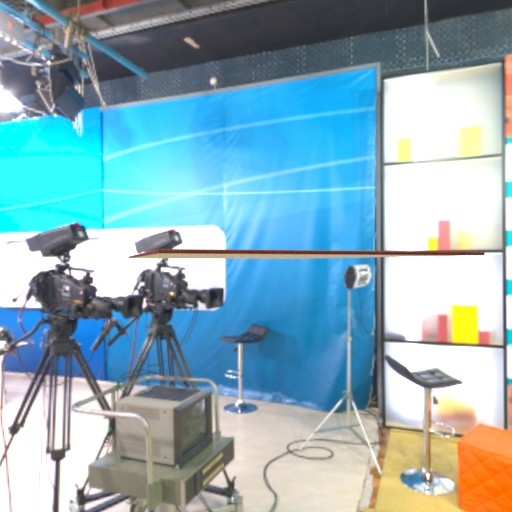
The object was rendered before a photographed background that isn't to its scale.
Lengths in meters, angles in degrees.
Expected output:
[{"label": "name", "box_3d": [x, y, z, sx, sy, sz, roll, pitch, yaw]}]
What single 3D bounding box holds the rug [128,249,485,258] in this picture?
[{"label": "rug", "box_3d": [0.000, 0.000, 2.355, 1.219, 0.014, 1.829, 0, -1, -19]}]
